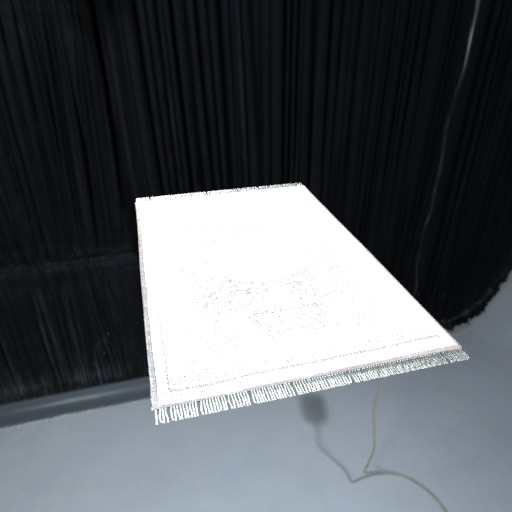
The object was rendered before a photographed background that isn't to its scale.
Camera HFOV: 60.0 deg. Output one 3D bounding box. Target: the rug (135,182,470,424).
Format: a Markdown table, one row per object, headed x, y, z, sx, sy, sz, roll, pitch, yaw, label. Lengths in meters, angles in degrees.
| x | y | z | sx | sy | sz | roll | pitch | yaw | label |
| --- | --- | --- | --- | --- | --- | --- | --- | --- | --- |
| 0.000 | 0.000 | 2.995 | 1.528 | 0.010 | 2.440 | -8 | 31 | -13 | rug |
